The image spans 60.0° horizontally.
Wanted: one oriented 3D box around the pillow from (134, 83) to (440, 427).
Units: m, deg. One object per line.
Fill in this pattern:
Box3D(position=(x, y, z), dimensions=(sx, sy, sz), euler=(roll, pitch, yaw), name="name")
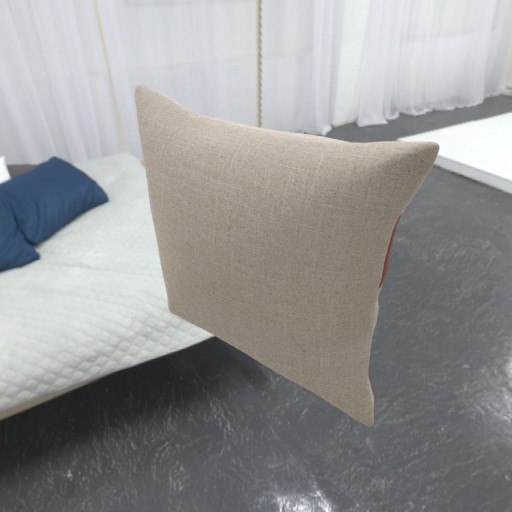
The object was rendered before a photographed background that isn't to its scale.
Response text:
Box3D(position=(0.000, 0.000, 0.606), dimensions=(0.414, 0.399, 0.173), euler=(23, 39, 31), name="pillow")
